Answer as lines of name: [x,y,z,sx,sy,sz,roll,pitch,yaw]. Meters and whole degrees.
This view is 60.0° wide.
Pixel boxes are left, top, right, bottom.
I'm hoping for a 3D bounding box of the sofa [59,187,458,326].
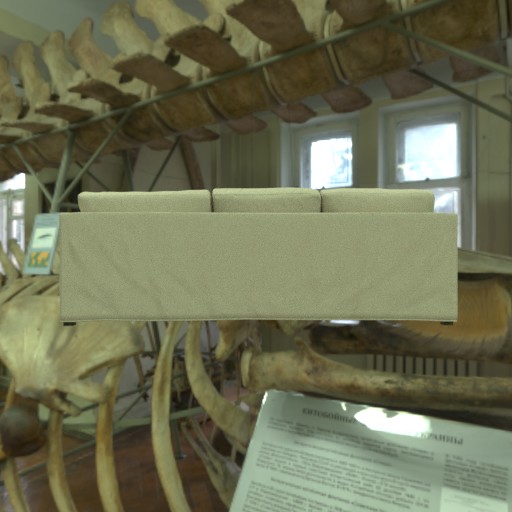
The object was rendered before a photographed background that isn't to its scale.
sofa: [0.000,0.000,4.246,2.432,0.871,3.182,0,0,-1]
